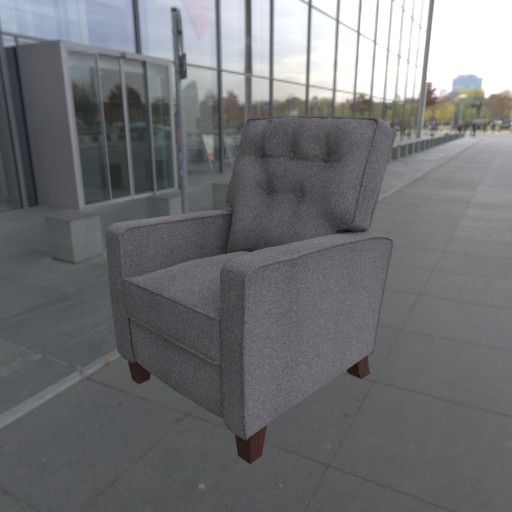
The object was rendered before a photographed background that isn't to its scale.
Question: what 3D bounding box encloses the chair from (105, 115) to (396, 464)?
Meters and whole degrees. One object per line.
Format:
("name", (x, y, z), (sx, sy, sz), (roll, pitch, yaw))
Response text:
("chair", (0.000, 0.000, 1.464), (0.650, 0.889, 0.775), (16, 23, 42))
